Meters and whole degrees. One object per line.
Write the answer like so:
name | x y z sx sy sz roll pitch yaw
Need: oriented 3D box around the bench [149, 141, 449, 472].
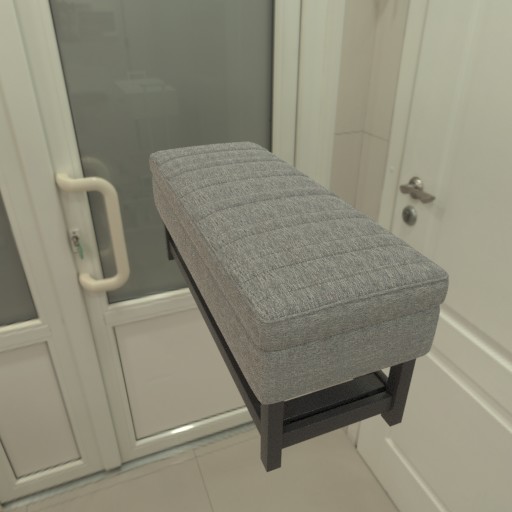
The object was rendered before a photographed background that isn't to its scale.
bench | 0.000 0.000 1.340 0.429 0.470 1.100 -11 31 -19
